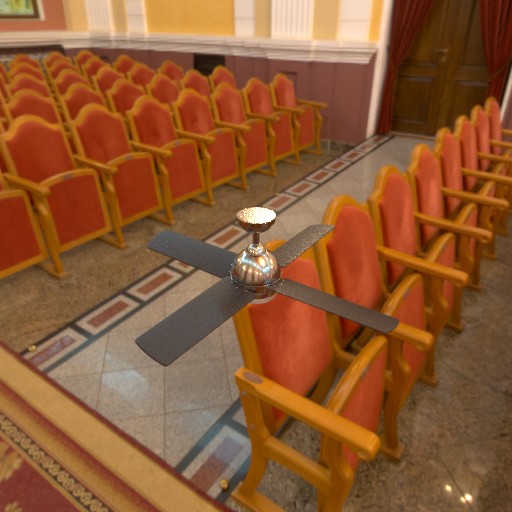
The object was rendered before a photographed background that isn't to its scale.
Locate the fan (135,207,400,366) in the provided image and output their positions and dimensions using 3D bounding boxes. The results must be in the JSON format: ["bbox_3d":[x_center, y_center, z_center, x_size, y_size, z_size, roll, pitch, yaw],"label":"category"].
[{"bbox_3d":[0.000,0.000,2.004,1.332,0.403,1.332,19,34,30],"label":"fan"}]
